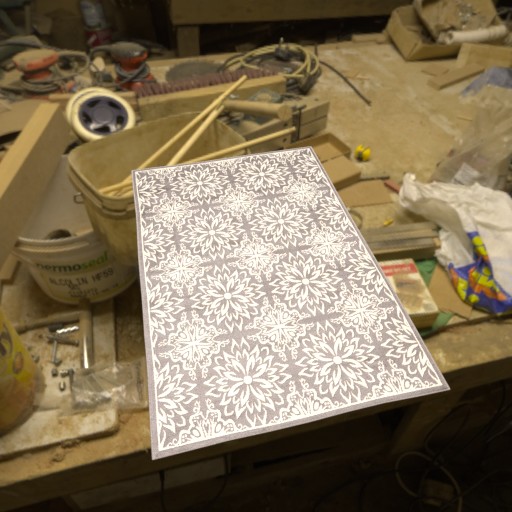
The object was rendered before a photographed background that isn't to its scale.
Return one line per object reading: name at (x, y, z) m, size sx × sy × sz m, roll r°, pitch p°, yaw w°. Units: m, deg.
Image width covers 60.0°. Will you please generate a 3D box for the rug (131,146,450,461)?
rug at (0.000, 0.000, 2.350) m, size 1.224 × 0.012 × 1.847 m, roll -10°, pitch 48°, yaw -9°
